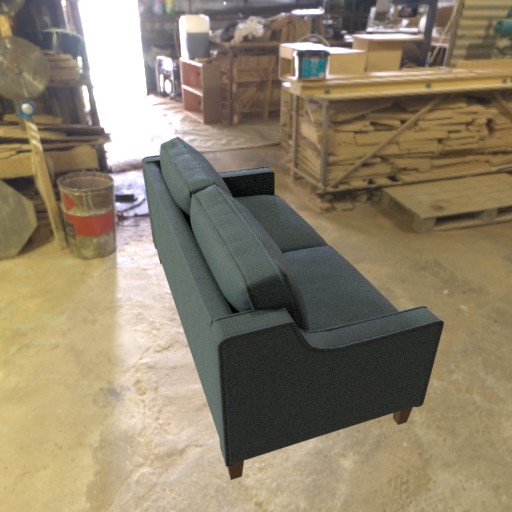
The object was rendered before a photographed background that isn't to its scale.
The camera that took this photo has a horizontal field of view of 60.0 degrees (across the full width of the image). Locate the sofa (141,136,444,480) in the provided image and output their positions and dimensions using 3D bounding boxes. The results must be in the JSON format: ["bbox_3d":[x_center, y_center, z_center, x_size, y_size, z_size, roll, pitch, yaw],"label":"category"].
[{"bbox_3d":[0.000,0.000,2.785,1.066,1.071,2.178,-10,32,-17],"label":"sofa"}]
